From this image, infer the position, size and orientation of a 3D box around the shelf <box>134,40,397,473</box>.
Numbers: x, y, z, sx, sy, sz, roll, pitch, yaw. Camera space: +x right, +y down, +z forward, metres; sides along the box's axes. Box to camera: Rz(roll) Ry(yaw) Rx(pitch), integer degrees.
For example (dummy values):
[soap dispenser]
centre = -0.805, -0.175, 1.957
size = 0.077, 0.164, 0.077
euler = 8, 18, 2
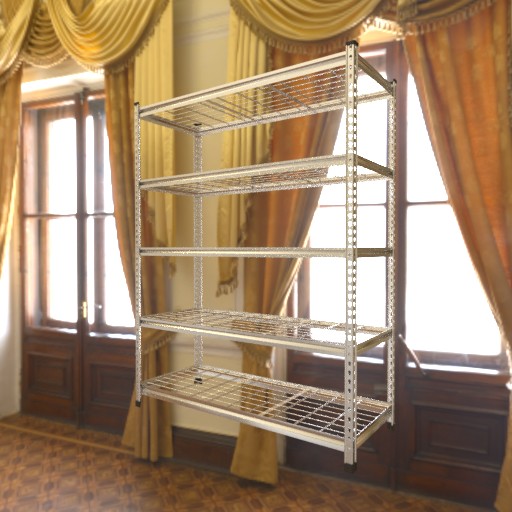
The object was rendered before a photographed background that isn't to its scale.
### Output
[shelf]
centre = 0.000, 0.000, 2.708
size = 1.524, 1.981, 0.610
euler = 1, 1, 35
